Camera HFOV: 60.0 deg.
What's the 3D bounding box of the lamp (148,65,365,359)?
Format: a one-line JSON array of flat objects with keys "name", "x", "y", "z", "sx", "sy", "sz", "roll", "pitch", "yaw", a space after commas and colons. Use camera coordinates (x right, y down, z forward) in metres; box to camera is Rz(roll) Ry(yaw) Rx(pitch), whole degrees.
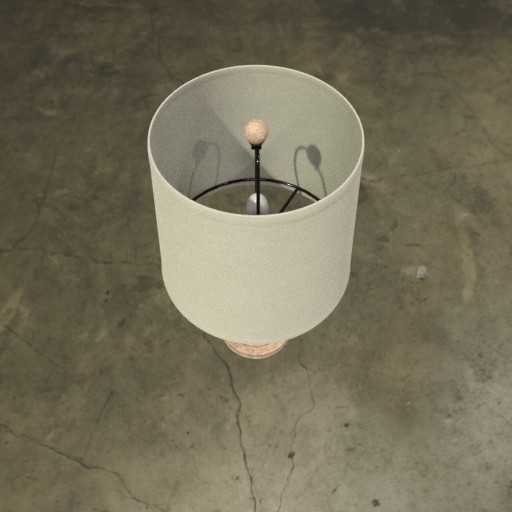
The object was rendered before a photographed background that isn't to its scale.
[{"name": "lamp", "x": 0.000, "y": 0.000, "z": 0.647, "sx": 0.273, "sy": 0.497, "sz": 0.273, "roll": 0, "pitch": 58, "yaw": 0}]
